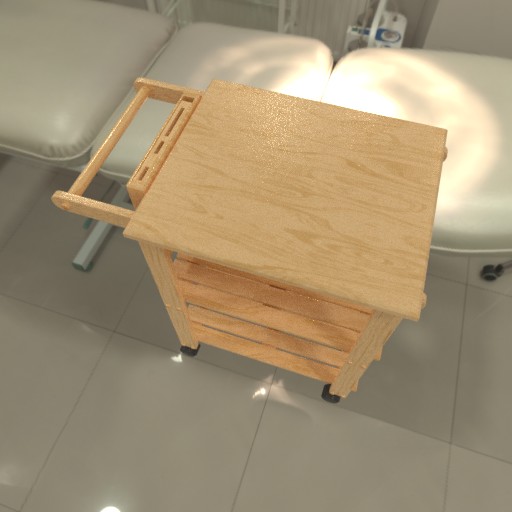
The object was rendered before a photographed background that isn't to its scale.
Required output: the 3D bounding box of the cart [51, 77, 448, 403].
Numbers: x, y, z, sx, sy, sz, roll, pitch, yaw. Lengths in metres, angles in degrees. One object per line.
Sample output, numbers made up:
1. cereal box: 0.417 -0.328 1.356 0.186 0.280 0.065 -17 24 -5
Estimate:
1. cart: 0.000 0.000 1.354 0.843 0.816 0.520 16 60 9
